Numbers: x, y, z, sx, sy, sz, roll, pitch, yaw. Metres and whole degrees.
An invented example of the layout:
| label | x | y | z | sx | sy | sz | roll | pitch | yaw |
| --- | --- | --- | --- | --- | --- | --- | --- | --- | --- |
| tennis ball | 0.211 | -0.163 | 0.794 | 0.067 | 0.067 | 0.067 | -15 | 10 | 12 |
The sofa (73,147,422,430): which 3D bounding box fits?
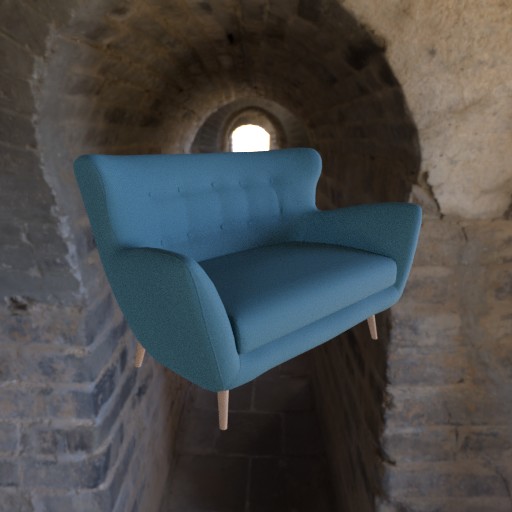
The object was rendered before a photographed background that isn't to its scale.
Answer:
| label | x | y | z | sx | sy | sz | roll | pitch | yaw |
| --- | --- | --- | --- | --- | --- | --- | --- | --- | --- |
| sofa | 0.000 | 0.000 | 1.941 | 1.397 | 0.889 | 0.889 | -15 | 21 | -43 |
